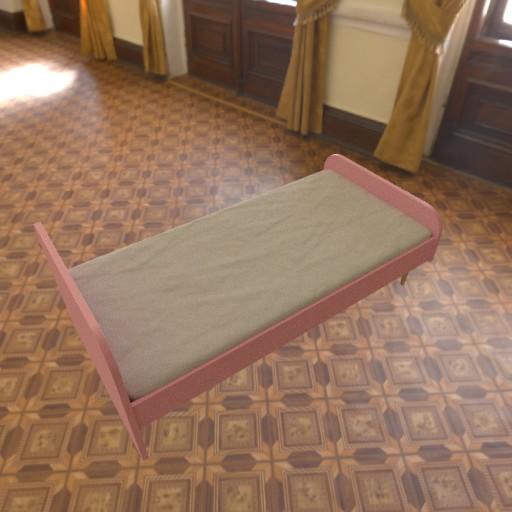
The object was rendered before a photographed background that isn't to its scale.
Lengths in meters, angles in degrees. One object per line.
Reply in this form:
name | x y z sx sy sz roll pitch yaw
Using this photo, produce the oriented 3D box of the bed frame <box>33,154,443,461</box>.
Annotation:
bed frame | 0.000 0.000 2.502 1.963 0.805 0.998 -25 46 -26
